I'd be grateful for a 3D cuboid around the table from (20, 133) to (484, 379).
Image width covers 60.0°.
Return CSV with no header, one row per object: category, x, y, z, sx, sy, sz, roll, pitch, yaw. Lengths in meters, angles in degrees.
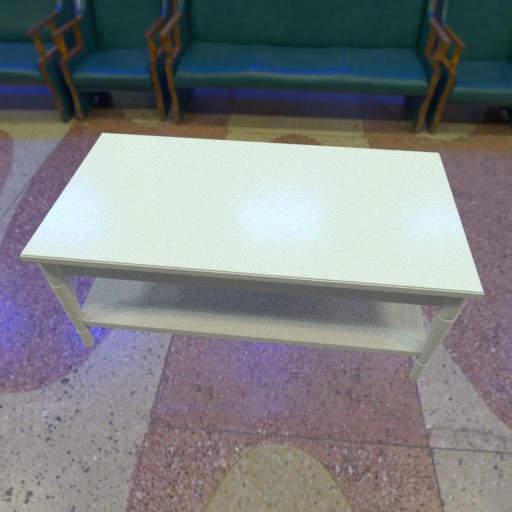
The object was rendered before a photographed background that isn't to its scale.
table,0.000,0.000,1.364,1.067,0.457,0.559,5,46,4
